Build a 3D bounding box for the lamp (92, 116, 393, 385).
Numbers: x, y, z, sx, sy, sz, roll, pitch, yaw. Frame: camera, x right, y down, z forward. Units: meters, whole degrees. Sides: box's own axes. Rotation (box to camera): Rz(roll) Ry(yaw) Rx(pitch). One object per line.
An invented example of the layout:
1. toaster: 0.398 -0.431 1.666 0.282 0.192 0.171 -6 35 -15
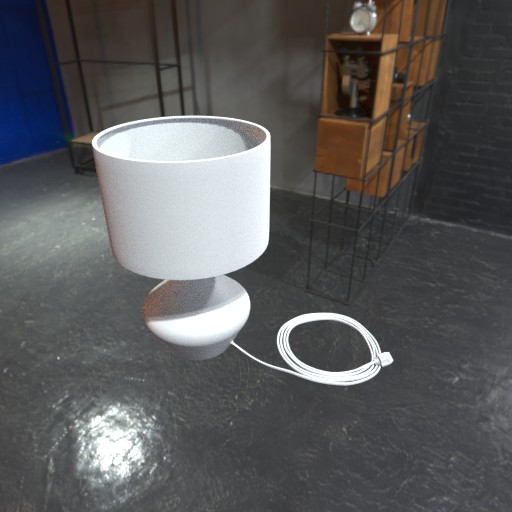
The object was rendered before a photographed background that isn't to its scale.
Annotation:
1. lamp: 0.000 0.000 0.865 0.546 0.457 0.401 18 34 28
